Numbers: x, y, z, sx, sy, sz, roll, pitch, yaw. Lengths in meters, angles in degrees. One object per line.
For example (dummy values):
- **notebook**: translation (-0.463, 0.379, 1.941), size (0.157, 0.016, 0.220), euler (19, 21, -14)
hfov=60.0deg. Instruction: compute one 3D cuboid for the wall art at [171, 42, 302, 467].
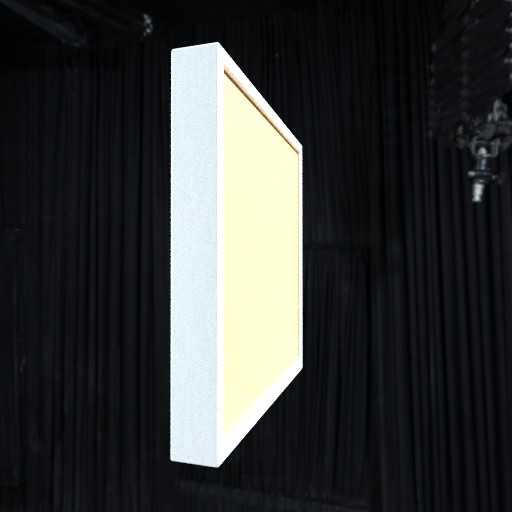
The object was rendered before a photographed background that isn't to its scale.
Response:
- **wall art**: translation (0.000, 0.000, 0.467), size (0.038, 0.305, 0.305), euler (0, -1, 17)
